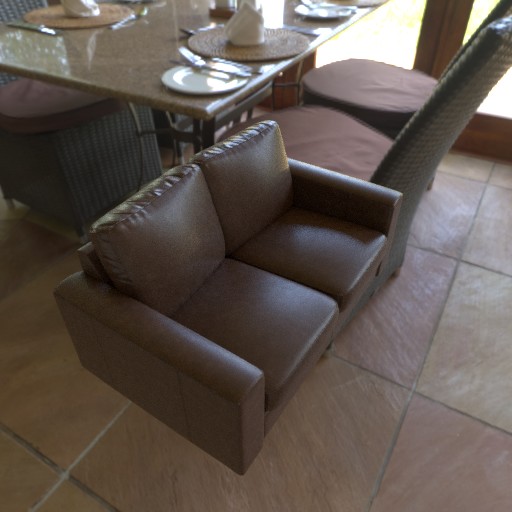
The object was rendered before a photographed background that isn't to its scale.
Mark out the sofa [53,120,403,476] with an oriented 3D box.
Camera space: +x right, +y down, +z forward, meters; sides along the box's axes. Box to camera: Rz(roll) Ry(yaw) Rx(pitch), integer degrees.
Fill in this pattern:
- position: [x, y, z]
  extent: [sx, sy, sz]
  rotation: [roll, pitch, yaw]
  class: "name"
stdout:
- position: [0.000, 0.000, 2.254]
  extent: [1.016, 0.873, 1.616]
  rotation: [23, 45, 25]
  class: "sofa"
